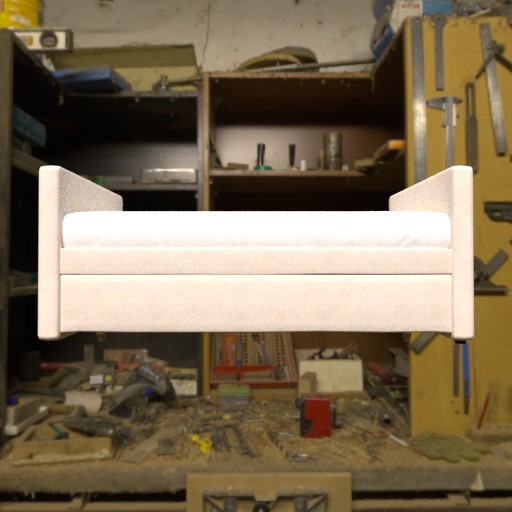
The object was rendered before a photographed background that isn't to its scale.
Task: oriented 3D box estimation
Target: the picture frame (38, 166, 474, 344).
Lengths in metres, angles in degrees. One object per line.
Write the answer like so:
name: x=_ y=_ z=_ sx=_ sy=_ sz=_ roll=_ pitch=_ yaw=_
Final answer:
picture frame: x=0.000 y=0.000 z=2.720 sx=2.161 sy=0.891 sz=1.069 roll=0 pitch=-1 yaw=0
